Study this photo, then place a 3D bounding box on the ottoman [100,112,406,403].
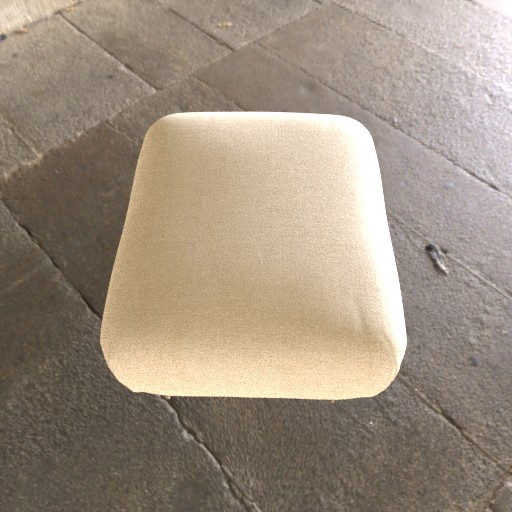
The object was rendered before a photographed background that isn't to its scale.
[{"bbox_3d":[0.000,0.000,1.160,0.622,0.450,0.747,1,57,1],"label":"ottoman"}]
